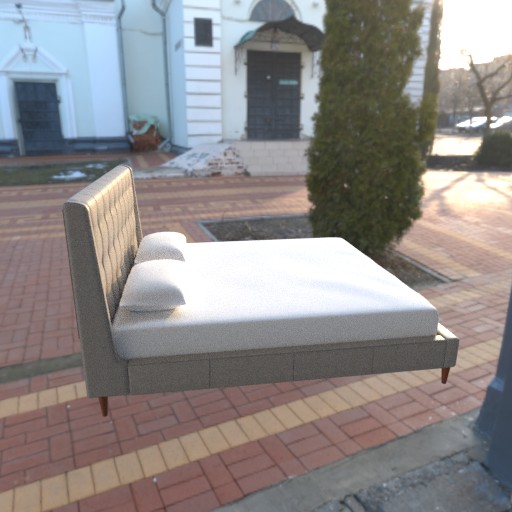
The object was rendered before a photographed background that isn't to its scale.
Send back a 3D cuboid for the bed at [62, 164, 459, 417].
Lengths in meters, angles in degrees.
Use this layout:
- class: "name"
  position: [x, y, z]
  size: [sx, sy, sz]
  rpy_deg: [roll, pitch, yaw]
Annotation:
- class: "bed"
  position: [0.000, 0.000, 3.554]
  size: [2.342, 1.289, 2.062]
  rpy_deg: [-3, 17, -8]
